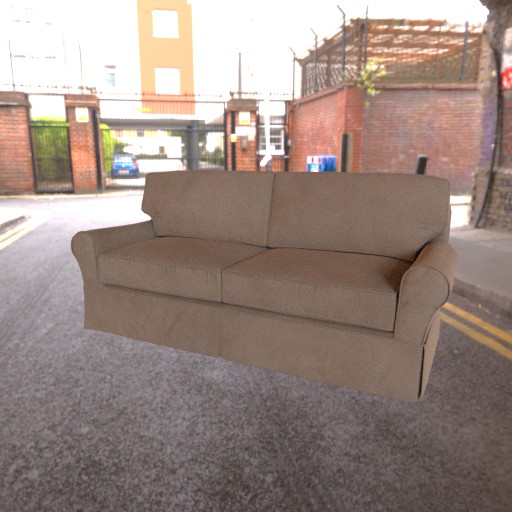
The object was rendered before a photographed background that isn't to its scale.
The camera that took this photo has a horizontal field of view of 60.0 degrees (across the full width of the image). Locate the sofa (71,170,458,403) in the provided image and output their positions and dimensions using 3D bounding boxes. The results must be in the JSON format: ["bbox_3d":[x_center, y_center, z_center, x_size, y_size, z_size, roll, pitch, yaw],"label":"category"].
[{"bbox_3d":[0.000,0.000,2.720,2.246,1.014,0.900,6,14,26],"label":"sofa"}]
